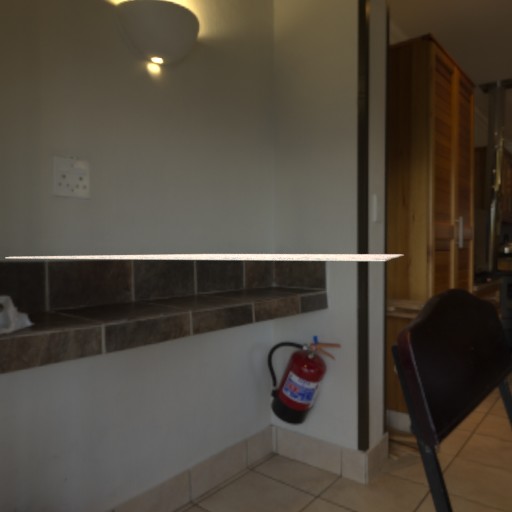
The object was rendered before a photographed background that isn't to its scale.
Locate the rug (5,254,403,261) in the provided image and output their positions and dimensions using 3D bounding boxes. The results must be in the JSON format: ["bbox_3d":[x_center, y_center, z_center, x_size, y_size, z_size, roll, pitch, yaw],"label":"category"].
[{"bbox_3d":[0.000,0.000,3.853,2.363,0.012,2.980,0,1,20],"label":"rug"}]
